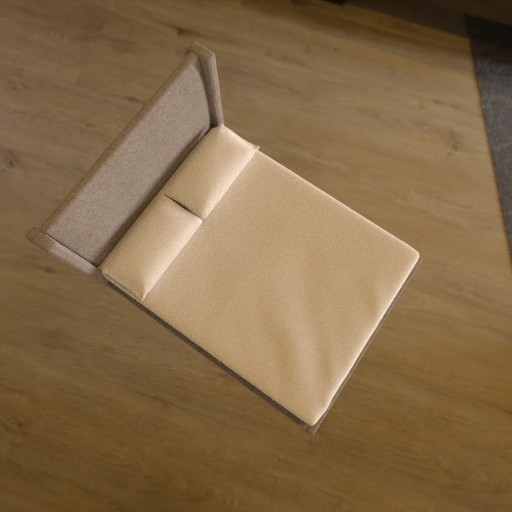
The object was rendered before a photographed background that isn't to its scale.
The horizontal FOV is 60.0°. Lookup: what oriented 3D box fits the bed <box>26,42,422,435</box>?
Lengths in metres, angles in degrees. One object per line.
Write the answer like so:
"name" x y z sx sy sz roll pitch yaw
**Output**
"bed" 0.000 0.000 3.405 2.245 1.476 1.714 34 78 8
